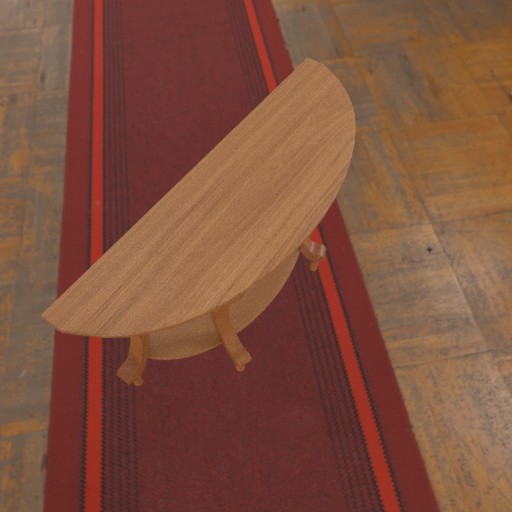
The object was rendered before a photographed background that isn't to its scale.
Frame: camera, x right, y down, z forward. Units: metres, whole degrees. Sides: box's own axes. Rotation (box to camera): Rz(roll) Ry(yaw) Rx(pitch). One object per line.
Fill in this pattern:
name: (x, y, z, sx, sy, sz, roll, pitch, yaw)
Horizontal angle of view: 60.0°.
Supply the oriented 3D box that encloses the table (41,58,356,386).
table: (0.000, 0.000, 1.528, 0.394, 0.692, 1.198, 31, 63, 17)
